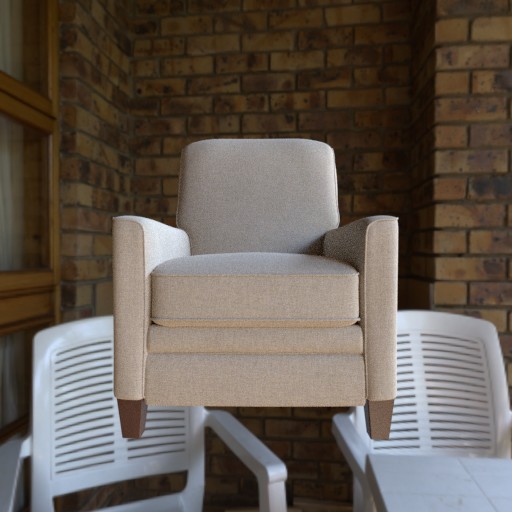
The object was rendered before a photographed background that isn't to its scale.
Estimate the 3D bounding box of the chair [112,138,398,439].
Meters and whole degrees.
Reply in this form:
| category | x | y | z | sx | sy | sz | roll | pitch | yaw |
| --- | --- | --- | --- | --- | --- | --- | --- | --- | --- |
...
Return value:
| category | x | y | z | sx | sy | sz | roll | pitch | yaw |
| --- | --- | --- | --- | --- | --- | --- | --- | --- | --- |
| chair | 0.000 | 0.000 | 1.619 | 0.845 | 1.023 | 0.859 | 0 | 1 | 0 |
